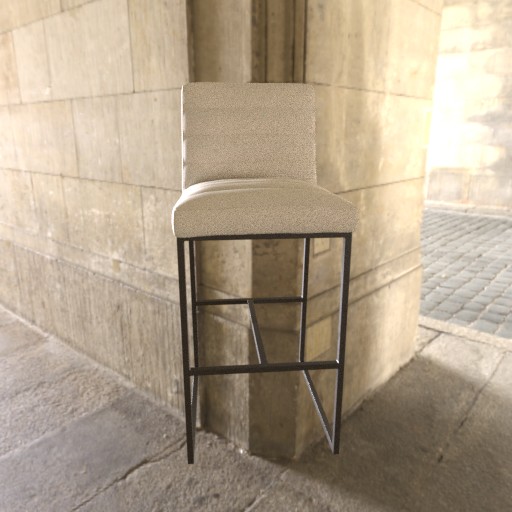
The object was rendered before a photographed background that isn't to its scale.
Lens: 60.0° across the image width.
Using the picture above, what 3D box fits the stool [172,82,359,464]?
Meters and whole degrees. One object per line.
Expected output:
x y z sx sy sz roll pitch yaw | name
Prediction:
0.000 0.000 1.380 0.464 1.061 0.573 -1 16 -5 | stool
